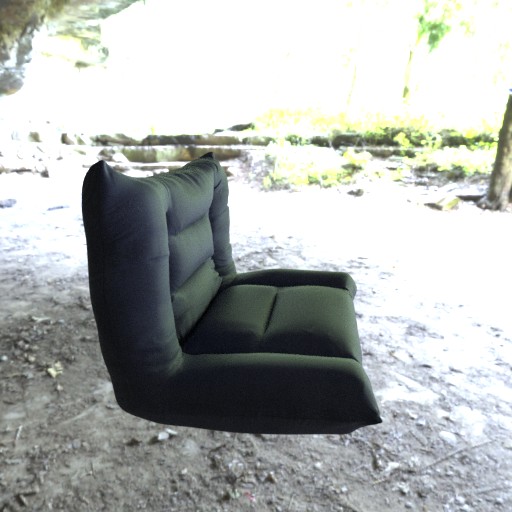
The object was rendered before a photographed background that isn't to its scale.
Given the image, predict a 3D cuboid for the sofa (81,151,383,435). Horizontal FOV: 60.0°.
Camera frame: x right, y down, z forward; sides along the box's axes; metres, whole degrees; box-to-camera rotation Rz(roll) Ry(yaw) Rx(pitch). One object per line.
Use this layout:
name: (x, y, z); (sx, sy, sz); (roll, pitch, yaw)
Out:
sofa: (0.000, 0.000, 1.682); (0.849, 0.778, 1.122); (2, 16, 8)
